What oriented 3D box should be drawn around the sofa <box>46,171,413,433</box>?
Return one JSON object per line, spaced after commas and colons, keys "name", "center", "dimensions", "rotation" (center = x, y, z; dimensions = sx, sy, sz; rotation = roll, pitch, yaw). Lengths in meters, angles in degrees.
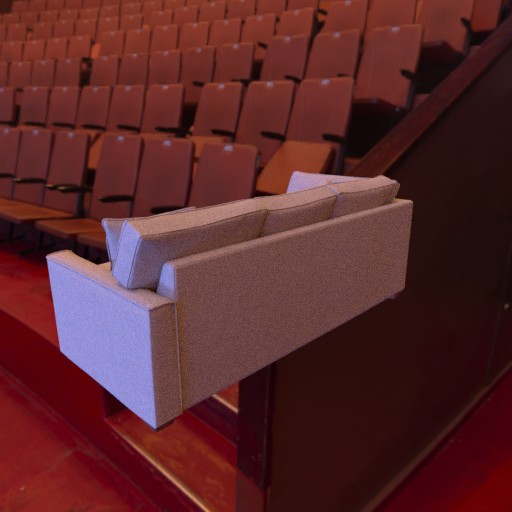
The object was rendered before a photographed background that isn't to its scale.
{"name": "sofa", "center": [0.000, 0.000, 2.925], "dimensions": [1.061, 0.962, 2.317], "rotation": [16, 23, 42]}
